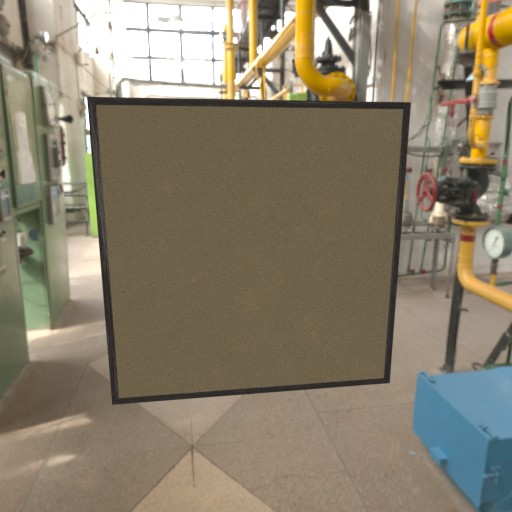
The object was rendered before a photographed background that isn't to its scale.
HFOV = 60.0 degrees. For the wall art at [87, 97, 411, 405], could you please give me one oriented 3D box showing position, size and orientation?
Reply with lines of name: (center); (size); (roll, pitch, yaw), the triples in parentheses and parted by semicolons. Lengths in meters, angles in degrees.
wall art: (0.000, 0.000, 1.141); (0.762, 0.758, 0.043); (-2, 13, -8)
